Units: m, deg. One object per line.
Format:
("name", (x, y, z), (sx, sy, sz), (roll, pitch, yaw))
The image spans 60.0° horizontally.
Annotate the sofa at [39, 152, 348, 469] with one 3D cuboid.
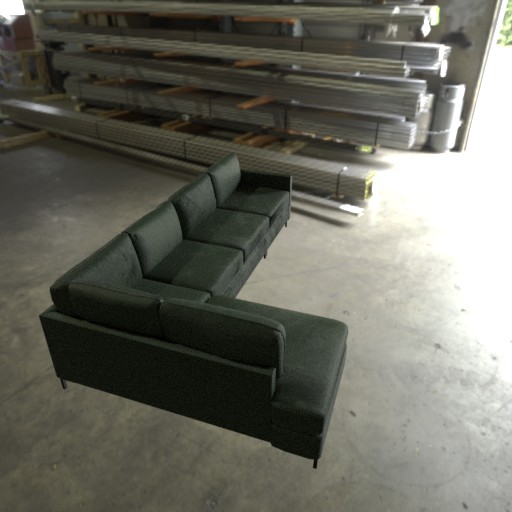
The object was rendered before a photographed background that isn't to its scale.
("sofa", (0.000, 0.000, 4.243), (2.048, 0.996, 3.384), (10, 32, 17))
